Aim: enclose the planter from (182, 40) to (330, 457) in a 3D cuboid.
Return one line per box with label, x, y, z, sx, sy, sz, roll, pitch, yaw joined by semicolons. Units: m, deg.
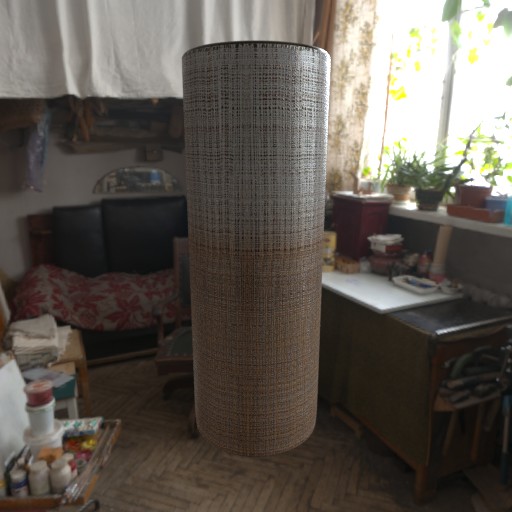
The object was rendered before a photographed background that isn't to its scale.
planter;0.000;0.000;0.332;0.099;0.278;0.099;7;16;25
